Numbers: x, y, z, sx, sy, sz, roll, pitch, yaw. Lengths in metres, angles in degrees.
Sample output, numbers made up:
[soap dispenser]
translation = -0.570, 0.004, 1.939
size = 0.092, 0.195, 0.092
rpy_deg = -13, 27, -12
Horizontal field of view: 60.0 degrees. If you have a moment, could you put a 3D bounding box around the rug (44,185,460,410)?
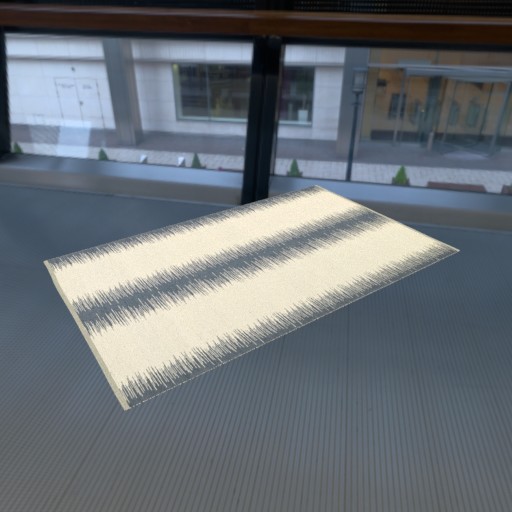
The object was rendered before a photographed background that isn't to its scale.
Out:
[rug]
translation = 0.000, 0.000, 3.053
size = 2.453, 0.003, 1.519
rpy_deg = -19, 36, -29
